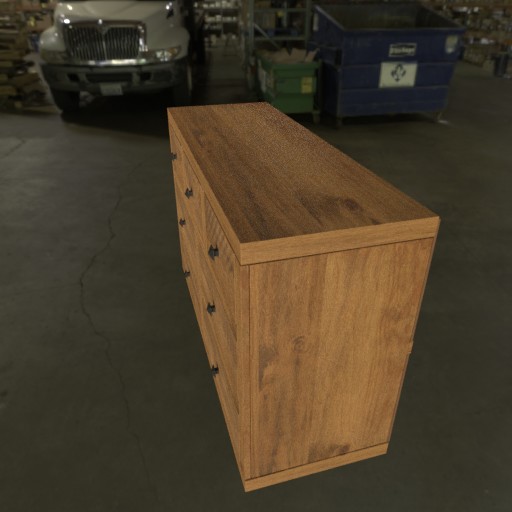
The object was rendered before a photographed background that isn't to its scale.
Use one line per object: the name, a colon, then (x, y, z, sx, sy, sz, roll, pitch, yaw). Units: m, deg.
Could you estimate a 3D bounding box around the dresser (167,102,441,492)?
dresser: (0.000, 0.000, 1.625, 0.479, 0.825, 1.261, -8, 31, -14)
